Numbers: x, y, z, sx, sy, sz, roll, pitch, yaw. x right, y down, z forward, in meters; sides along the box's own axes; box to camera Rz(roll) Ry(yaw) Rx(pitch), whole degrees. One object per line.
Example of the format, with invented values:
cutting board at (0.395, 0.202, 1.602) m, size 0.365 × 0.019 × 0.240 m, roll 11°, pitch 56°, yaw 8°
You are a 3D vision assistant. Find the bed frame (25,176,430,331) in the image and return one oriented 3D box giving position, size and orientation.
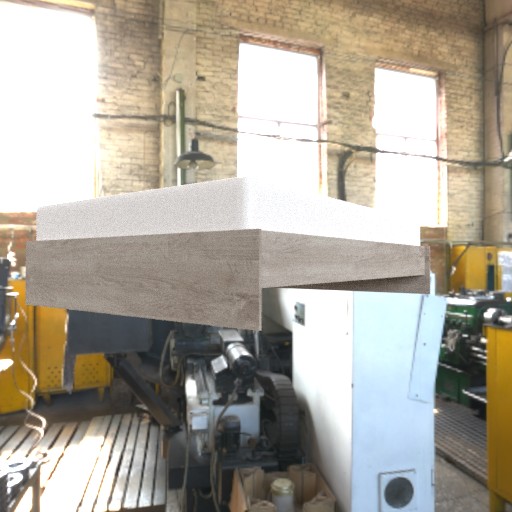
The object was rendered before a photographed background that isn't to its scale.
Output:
bed frame at (0.000, 0.000, 2.587) m, size 1.445 × 0.497 × 1.945 m, roll -1°, pitch -1°, yaw 36°
